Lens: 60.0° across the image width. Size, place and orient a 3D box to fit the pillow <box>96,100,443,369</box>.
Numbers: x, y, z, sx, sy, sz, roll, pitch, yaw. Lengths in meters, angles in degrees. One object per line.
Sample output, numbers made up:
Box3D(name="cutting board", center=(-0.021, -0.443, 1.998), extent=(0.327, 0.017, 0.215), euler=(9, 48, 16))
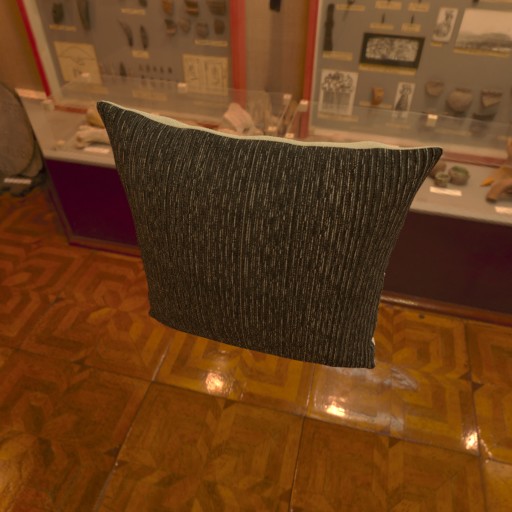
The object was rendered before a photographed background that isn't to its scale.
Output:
Box3D(name="pillow", center=(0.000, 0.000, 0.674), extent=(0.433, 0.434, 0.196), euler=(11, 44, 12))
